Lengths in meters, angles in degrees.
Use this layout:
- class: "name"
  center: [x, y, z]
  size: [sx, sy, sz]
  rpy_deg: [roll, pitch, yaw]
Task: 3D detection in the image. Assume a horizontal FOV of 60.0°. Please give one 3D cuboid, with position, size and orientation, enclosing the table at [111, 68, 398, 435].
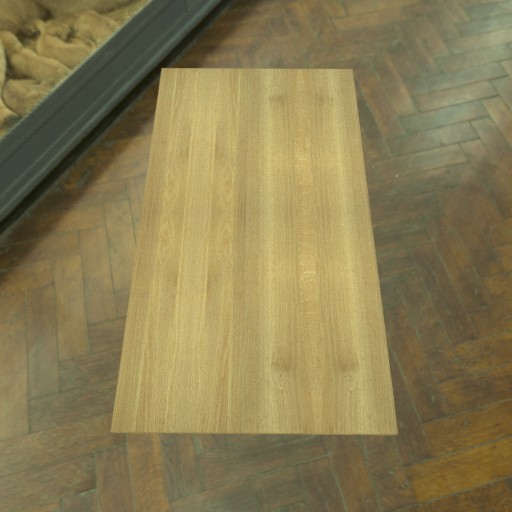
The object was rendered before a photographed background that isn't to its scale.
- class: "table"
  center: [0.000, 0.000, 2.074]
  size: [0.900, 0.750, 1.600]
  rpy_deg: [0, 64, 0]
